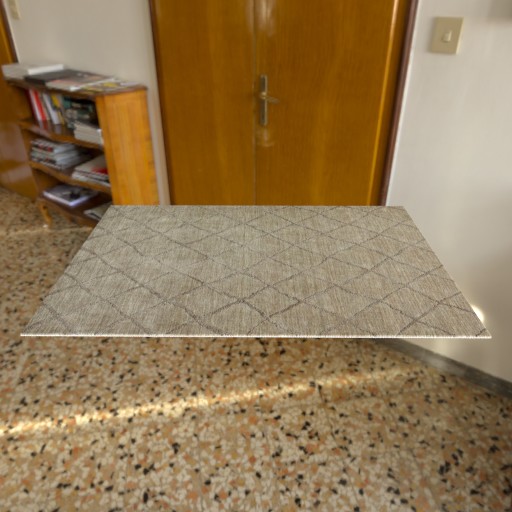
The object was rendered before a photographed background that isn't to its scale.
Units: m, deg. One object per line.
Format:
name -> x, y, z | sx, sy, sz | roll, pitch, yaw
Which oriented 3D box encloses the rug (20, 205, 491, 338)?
rug -> 0.000, 0.000, 2.796 | 2.280, 0.015, 1.521 | 0, 31, 0
